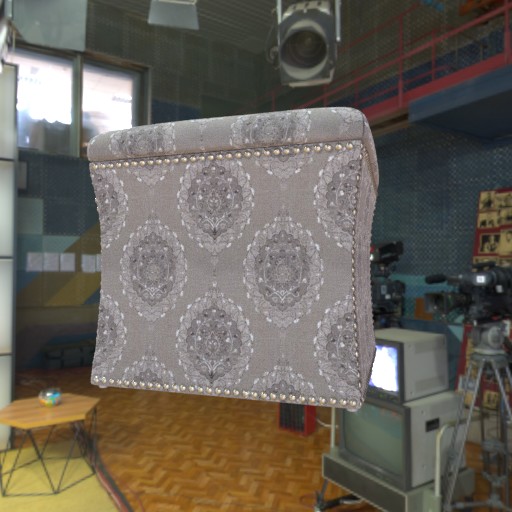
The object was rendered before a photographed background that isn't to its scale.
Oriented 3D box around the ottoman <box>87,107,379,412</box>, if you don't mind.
[{"bbox_3d":[0.000,0.000,0.933,0.497,0.473,0.507,-1,-2,17],"label":"ottoman"}]
